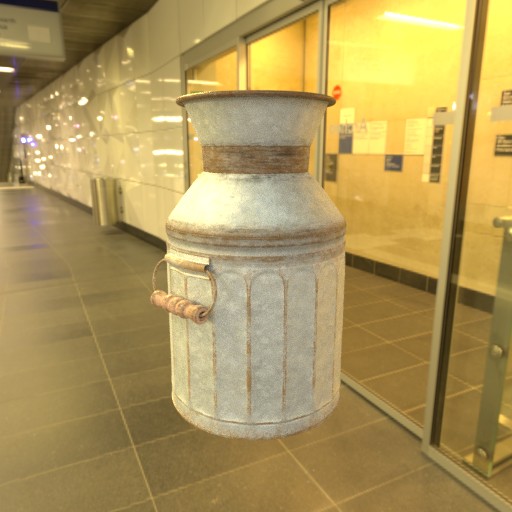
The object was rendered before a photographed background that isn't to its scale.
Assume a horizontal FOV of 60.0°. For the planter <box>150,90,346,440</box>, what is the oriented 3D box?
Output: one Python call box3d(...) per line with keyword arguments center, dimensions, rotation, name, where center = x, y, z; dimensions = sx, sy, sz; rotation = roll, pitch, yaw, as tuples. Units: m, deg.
box3d(center=(0.000, 0.000, 0.536), dimensions=(0.215, 0.358, 0.248), rotation=(13, 18, 42), name="planter")
